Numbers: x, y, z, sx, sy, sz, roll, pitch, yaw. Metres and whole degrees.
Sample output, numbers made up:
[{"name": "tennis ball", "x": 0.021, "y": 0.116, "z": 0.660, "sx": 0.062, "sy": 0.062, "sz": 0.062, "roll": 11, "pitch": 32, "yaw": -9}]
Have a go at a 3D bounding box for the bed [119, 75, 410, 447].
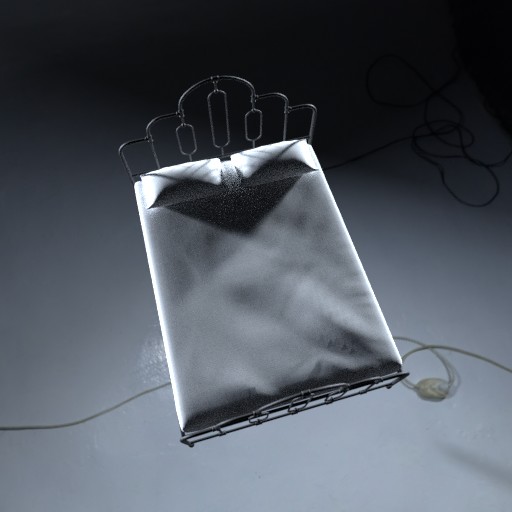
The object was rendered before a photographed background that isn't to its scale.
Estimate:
[{"name": "bed", "x": 0.000, "y": 0.000, "z": 3.247, "sx": 1.640, "sy": 1.429, "sz": 2.163, "roll": -14, "pitch": 65, "yaw": -7}]
